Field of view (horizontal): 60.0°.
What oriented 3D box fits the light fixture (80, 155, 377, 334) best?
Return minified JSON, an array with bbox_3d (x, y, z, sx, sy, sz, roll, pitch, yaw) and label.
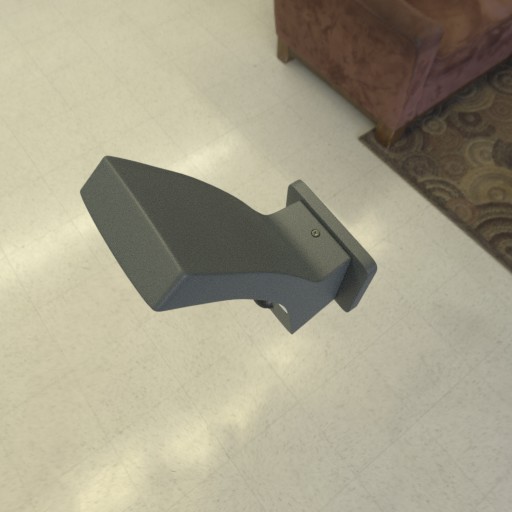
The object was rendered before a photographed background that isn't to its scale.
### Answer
[{"bbox_3d":[0.000,0.000,0.331,0.174,0.243,0.108,-32,67,-15],"label":"light fixture"}]
